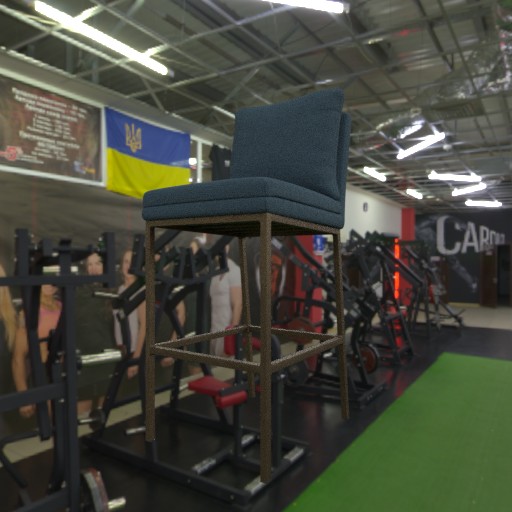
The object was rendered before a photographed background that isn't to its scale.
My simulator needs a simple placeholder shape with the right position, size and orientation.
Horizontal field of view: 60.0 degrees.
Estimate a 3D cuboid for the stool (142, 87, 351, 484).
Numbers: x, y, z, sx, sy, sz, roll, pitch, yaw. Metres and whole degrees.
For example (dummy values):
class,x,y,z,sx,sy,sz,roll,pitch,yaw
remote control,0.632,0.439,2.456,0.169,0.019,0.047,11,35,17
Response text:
class,x,y,z,sx,sy,sz,roll,pitch,yaw
stool,0.000,0.000,1.440,0.463,1.124,0.568,0,0,35
